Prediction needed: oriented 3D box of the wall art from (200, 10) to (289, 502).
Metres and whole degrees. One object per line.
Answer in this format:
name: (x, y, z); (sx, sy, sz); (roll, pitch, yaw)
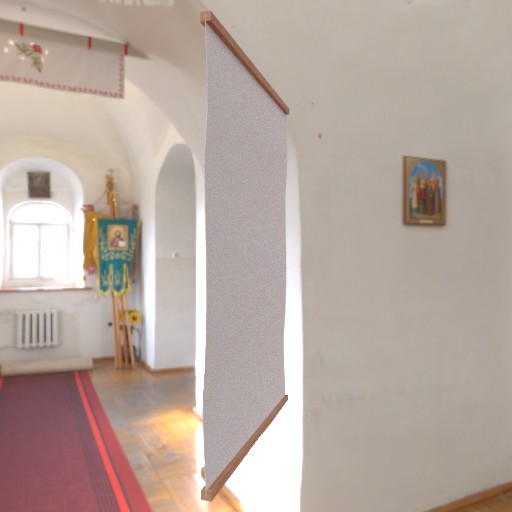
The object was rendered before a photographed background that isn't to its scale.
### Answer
wall art: (0.000, 0.000, 0.618); (0.012, 0.508, 0.332); (0, 1, 18)
